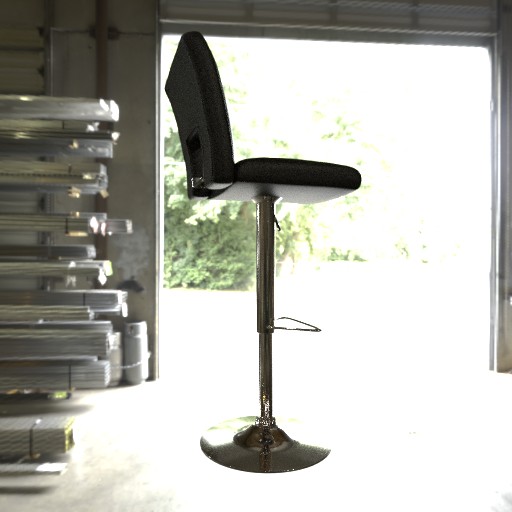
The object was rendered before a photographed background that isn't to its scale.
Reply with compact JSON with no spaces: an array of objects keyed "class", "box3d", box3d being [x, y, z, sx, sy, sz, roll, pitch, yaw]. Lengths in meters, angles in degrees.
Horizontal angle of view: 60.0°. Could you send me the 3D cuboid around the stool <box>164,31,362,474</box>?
[{"class":"stool","box3d":[0.000,0.000,1.368,0.520,1.151,0.415,0,0,-18]}]
